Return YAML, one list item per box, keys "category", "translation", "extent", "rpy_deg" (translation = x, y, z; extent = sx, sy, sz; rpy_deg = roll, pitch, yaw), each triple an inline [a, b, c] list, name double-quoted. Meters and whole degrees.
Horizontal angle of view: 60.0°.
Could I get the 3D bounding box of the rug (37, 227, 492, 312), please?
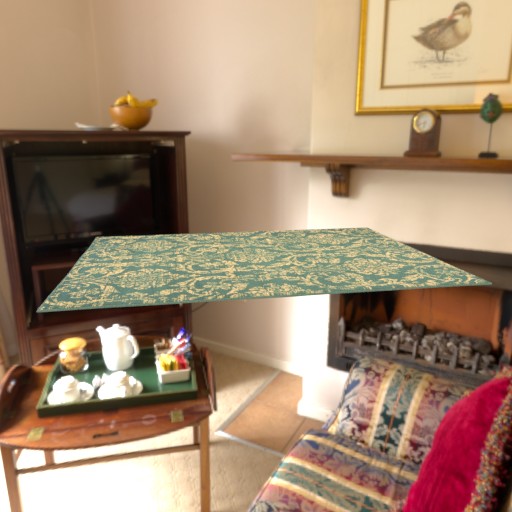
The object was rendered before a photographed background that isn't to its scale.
- category: "rug"
  translation: [0.000, 0.000, 2.842]
  extent: [2.205, 0.012, 1.554]
  rpy_deg: [-3, 15, -10]
